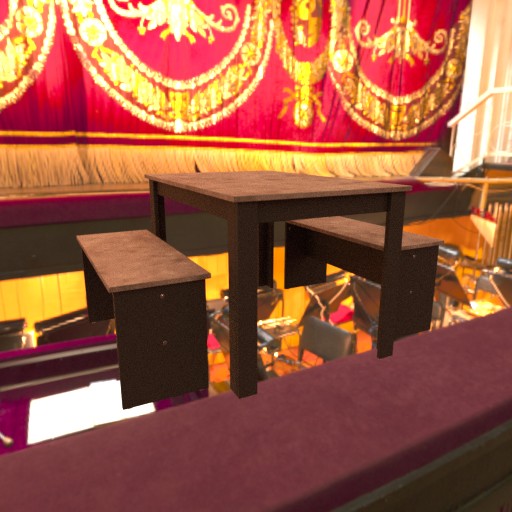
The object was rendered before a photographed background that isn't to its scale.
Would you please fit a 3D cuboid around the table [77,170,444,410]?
[{"bbox_3d":[0.000,0.000,2.043,1.443,0.700,1.100,-7,16,-26],"label":"table"}]
